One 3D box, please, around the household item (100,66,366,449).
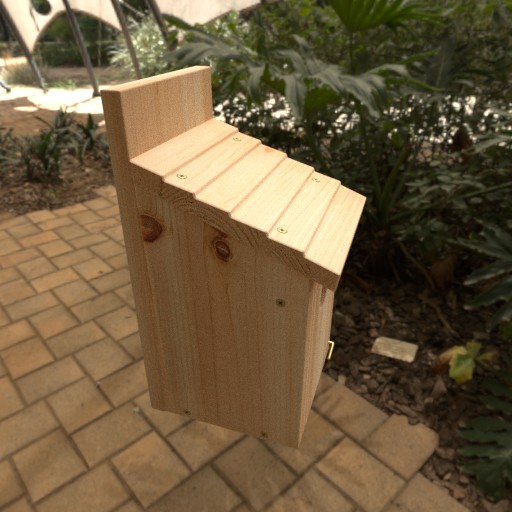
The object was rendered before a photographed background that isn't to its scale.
[{"bbox_3d":[0.000,0.000,0.404,0.171,0.300,0.149,10,31,17],"label":"household item"}]
